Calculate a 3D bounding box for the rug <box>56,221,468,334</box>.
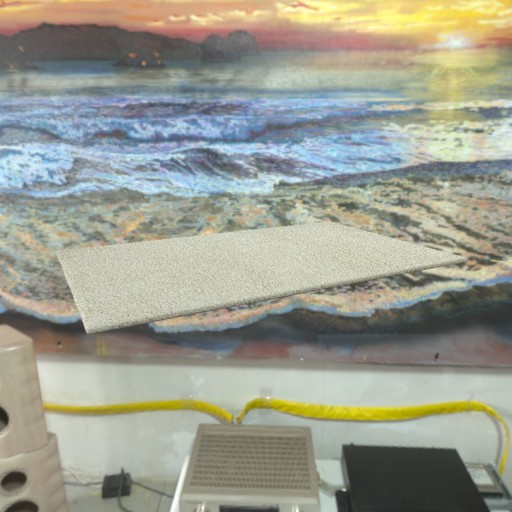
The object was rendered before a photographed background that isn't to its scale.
[{"bbox_3d":[0.000,0.000,3.079,2.438,0.030,1.524,-8,17,-27],"label":"rug"}]
